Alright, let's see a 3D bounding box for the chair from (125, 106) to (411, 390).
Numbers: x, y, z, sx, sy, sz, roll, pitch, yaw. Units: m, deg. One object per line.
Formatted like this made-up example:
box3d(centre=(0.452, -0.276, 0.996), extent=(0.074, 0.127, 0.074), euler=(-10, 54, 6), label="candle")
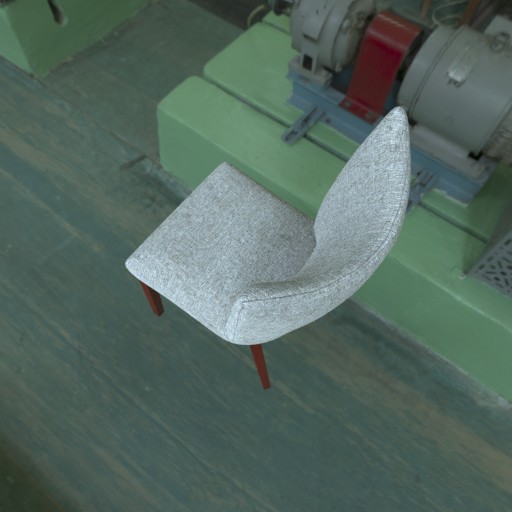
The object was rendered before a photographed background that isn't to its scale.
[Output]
box3d(centre=(0.000, 0.000, 1.261), extent=(0.623, 0.924, 0.535), euler=(34, 68, 16), label="chair")
